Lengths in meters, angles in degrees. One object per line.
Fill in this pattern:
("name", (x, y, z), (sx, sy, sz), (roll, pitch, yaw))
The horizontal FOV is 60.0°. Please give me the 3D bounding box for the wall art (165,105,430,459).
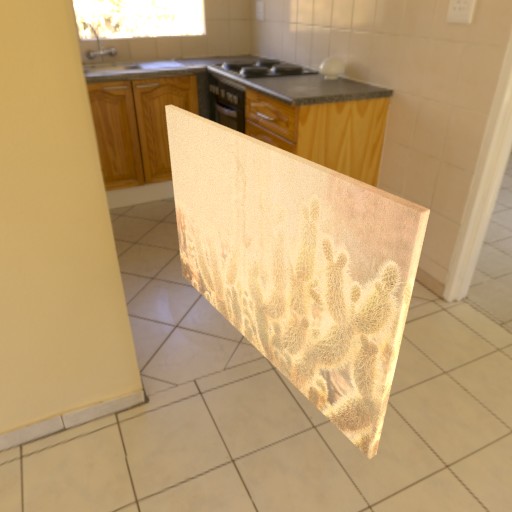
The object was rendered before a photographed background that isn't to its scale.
("wall art", (0.000, 0.000, 1.937), (0.038, 1.012, 1.525), (-20, 36, -30))
